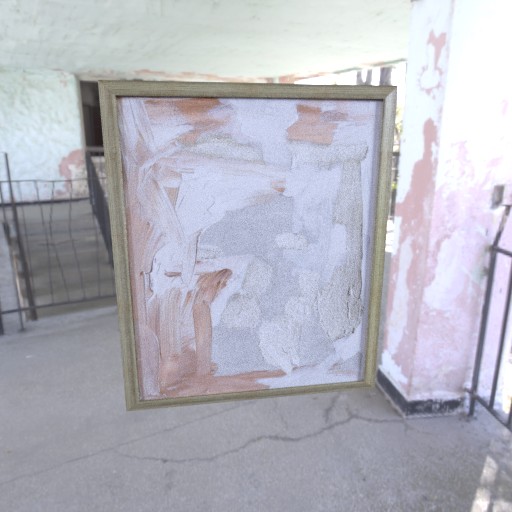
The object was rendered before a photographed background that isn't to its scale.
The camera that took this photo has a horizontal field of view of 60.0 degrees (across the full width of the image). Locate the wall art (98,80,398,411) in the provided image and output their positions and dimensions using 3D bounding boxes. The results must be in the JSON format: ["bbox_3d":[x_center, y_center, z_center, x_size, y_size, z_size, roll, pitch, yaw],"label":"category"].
[{"bbox_3d":[0.000,0.000,0.903,0.559,0.660,0.018,-2,15,-9],"label":"wall art"}]
